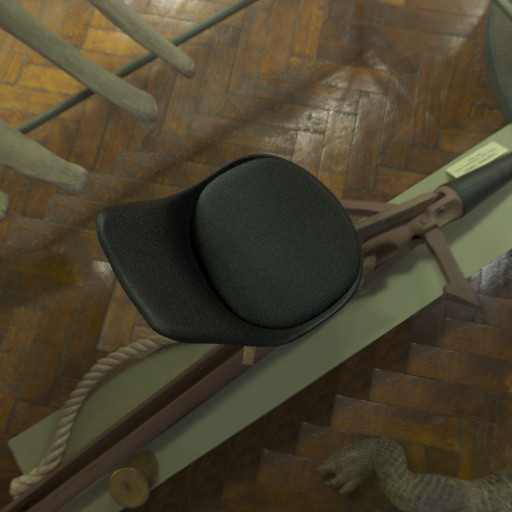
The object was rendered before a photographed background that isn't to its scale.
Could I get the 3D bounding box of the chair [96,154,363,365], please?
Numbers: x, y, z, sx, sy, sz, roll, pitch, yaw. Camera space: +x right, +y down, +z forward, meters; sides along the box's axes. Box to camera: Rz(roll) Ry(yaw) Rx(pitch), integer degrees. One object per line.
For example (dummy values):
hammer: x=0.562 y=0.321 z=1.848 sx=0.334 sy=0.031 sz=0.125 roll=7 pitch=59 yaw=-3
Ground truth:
chair: x=0.000 y=0.000 z=1.185 sx=0.549 sy=0.850 sz=0.485 roll=-32 pitch=78 yaw=-7
